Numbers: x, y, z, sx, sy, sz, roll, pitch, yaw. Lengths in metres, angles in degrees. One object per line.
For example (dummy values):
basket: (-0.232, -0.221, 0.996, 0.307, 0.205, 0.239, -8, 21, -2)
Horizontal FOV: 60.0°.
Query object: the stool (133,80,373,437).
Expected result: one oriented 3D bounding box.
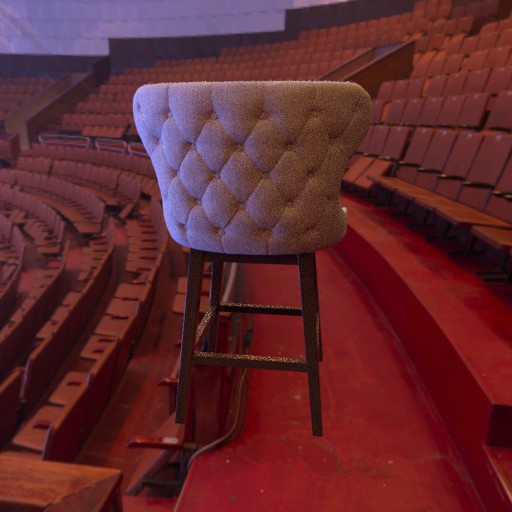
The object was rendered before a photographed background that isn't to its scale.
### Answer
stool: (0.000, 0.000, 1.372, 0.615, 0.972, 0.597, 2, 17, 8)
